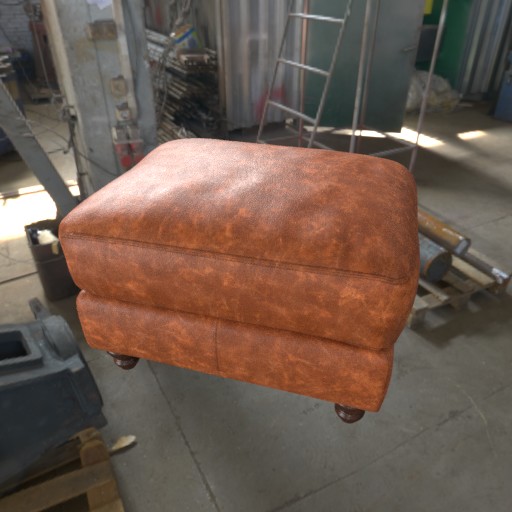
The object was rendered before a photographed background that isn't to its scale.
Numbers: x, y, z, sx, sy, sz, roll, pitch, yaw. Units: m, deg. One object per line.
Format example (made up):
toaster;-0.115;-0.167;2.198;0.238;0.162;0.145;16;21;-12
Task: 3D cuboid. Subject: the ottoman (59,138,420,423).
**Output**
ottoman;0.000;0.000;1.259;0.832;0.562;0.657;9;33;14
